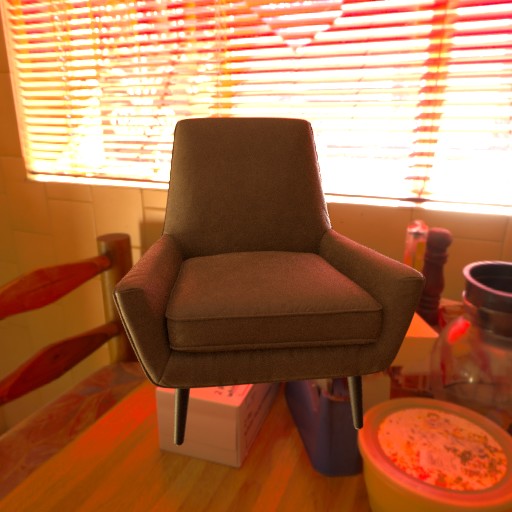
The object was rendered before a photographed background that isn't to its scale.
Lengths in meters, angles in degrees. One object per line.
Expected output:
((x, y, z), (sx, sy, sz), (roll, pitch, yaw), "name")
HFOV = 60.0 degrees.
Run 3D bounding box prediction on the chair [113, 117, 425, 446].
((0.000, 0.000, 1.470), (0.787, 0.888, 0.824), (-2, 17, -7), "chair")
